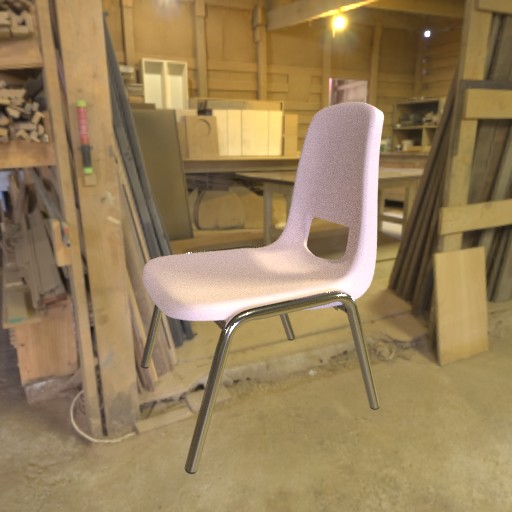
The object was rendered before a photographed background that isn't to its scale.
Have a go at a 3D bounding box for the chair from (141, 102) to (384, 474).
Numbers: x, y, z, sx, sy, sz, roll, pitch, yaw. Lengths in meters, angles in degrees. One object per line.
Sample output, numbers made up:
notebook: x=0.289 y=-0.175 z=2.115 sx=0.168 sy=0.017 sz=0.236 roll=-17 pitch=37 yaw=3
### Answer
chair: x=0.000 y=0.000 z=0.805 sx=0.385 sy=0.537 sz=0.354 roll=-7 pitch=17 yaw=-24
